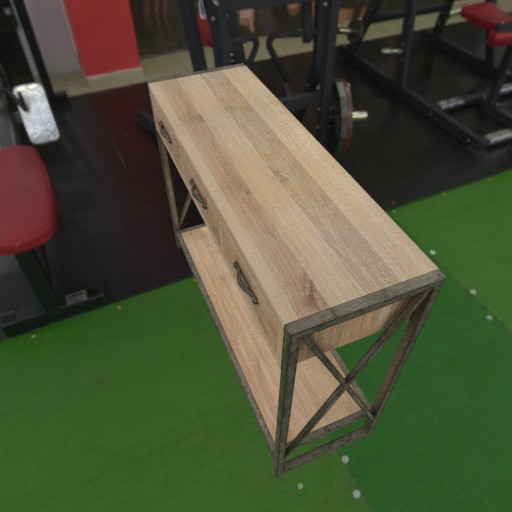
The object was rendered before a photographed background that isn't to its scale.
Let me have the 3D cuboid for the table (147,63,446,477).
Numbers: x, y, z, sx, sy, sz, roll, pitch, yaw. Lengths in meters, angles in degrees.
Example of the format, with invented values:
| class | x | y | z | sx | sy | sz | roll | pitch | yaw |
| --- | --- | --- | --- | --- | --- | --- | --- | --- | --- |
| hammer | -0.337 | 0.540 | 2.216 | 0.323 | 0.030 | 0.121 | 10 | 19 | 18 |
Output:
| class | x | y | z | sx | sy | sz | roll | pitch | yaw |
| --- | --- | --- | --- | --- | --- | --- | --- | --- | --- |
| table | 0.000 | 0.000 | 1.424 | 0.361 | 0.763 | 1.059 | -17 | 49 | -16 |
